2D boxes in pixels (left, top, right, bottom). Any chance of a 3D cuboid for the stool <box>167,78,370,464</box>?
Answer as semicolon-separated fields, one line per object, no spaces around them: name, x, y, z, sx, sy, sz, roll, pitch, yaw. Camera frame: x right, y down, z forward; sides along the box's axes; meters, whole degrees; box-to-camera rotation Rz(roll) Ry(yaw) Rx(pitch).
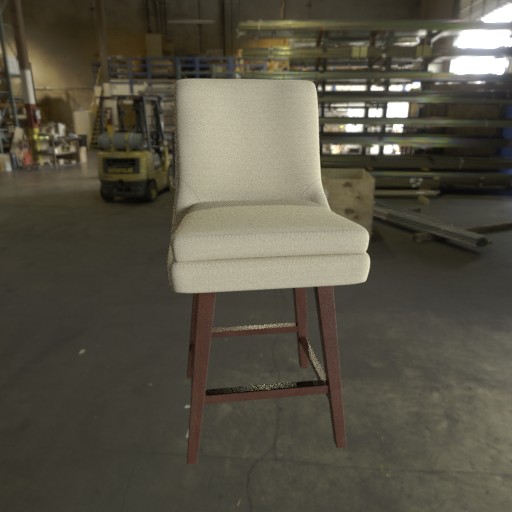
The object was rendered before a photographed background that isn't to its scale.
stool;0.000;0.000;1.285;0.483;0.991;0.559;-3;18;-8
